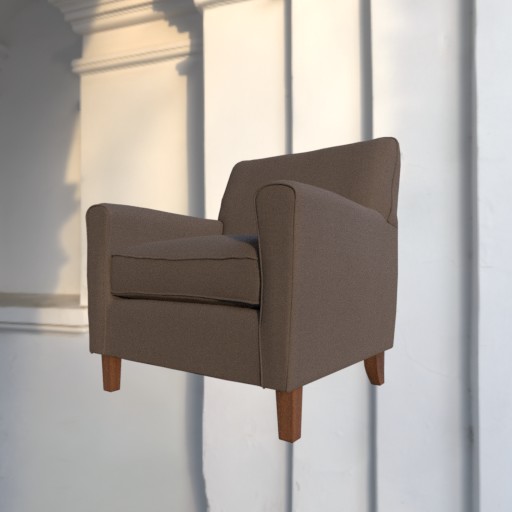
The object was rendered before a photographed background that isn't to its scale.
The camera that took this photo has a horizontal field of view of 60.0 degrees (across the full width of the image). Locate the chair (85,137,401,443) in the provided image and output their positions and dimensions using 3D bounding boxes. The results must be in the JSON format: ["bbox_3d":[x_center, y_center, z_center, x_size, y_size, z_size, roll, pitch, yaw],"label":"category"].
[{"bbox_3d":[0.000,0.000,1.592,0.836,0.911,0.831,-1,-1,36],"label":"chair"}]
